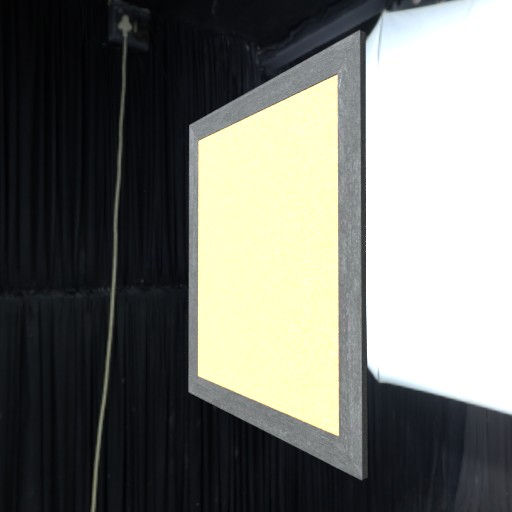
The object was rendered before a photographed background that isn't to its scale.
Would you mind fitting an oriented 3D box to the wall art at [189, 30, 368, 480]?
[{"bbox_3d":[0.000,0.000,0.758,0.013,0.570,0.476,1,-1,-36],"label":"wall art"}]
